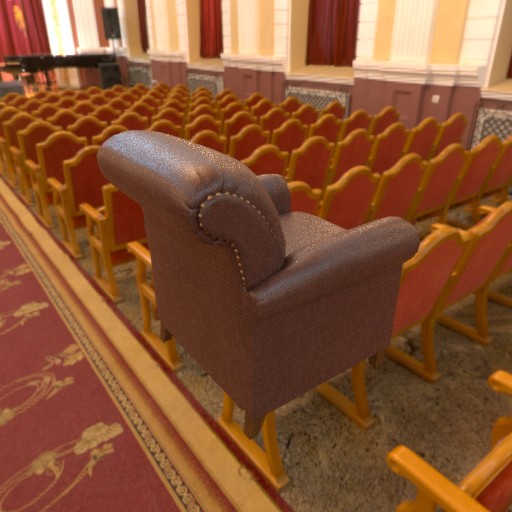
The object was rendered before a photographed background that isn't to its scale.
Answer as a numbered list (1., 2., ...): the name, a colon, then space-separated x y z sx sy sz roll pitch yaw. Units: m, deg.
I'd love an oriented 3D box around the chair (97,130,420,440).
1. chair: 0.000 0.000 1.653 0.890 0.927 0.854 -18 31 -32
